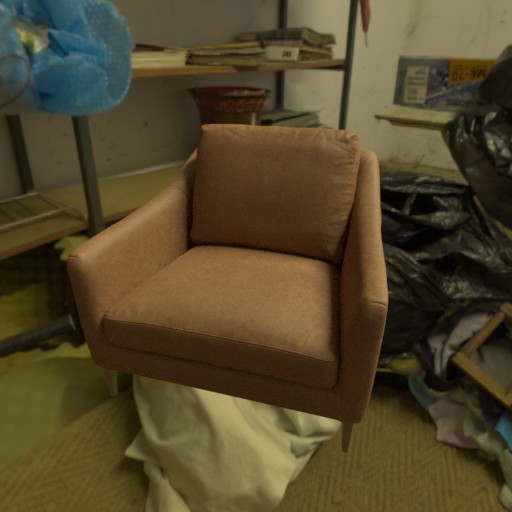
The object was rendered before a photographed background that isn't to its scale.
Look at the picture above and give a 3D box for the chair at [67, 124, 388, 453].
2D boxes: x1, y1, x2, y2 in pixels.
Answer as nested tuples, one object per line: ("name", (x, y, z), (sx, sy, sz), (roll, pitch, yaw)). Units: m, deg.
("chair", (0.000, 0.000, 1.720), (0.988, 0.895, 0.963), (8, 27, 15))
